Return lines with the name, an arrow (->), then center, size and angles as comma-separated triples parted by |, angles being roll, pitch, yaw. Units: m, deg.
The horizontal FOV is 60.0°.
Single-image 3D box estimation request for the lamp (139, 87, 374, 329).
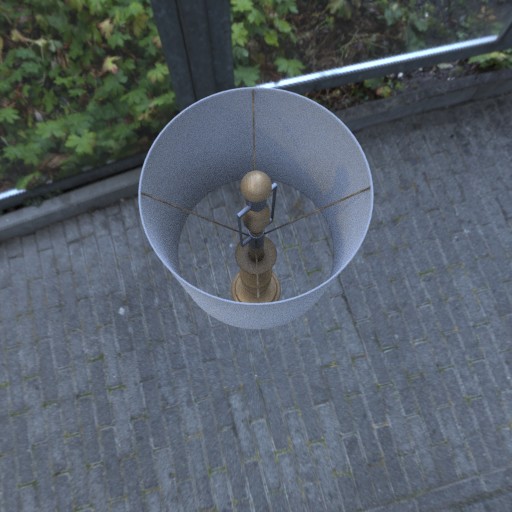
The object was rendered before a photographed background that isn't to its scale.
lamp -> 0.000, 0.000, 0.739 | 0.250, 0.597, 0.250 | -1, 75, 0
